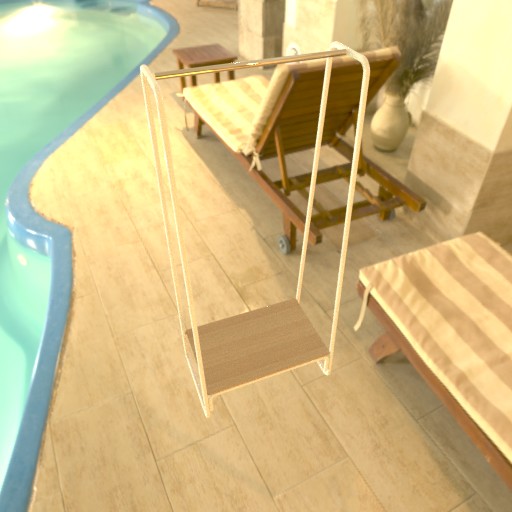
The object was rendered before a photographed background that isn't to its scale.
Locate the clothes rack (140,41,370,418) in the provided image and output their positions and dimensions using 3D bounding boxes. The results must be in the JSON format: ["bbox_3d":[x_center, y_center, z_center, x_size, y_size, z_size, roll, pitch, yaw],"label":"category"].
[{"bbox_3d":[0.000,0.000,1.774,0.640,1.500,0.400,-14,43,-16],"label":"clothes rack"}]
